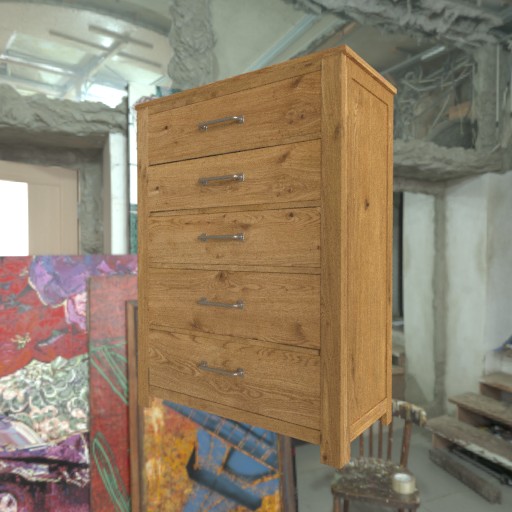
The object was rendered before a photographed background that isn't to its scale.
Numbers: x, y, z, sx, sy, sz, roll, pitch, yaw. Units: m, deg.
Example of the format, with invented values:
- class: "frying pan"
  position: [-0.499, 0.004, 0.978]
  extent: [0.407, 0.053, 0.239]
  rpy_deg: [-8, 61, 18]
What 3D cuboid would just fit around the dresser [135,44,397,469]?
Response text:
- class: "dresser"
  position: [0.000, 0.000, 1.991]
  extent: [1.081, 1.431, 0.558]
  rpy_deg: [1, 1, 36]
